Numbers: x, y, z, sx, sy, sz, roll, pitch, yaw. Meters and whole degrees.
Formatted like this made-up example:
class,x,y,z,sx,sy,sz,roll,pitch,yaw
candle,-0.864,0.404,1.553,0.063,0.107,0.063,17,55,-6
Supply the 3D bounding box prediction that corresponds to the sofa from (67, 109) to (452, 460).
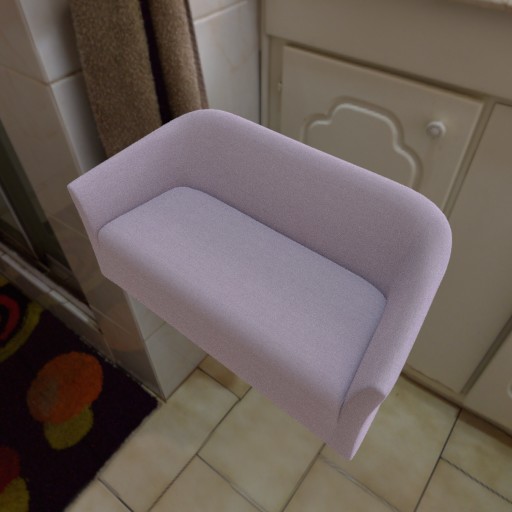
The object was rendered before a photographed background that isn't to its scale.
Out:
class,x,y,z,sx,sy,sz,roll,pitch,yaw
sofa,0.000,0.000,1.832,1.452,0.721,0.705,30,53,26
